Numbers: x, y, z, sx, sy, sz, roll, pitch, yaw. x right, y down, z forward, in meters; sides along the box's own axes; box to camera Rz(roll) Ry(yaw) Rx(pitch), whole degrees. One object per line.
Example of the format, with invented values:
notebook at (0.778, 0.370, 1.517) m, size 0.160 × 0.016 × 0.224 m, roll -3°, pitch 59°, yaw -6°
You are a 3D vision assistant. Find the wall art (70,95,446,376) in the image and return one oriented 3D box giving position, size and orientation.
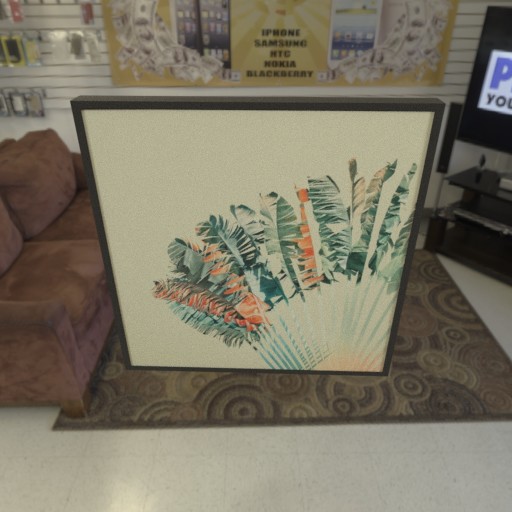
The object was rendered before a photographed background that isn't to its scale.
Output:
wall art at (0.000, 0.000, 0.745) m, size 0.509 × 0.507 × 0.037 m, roll 1°, pitch 31°, yaw 2°
